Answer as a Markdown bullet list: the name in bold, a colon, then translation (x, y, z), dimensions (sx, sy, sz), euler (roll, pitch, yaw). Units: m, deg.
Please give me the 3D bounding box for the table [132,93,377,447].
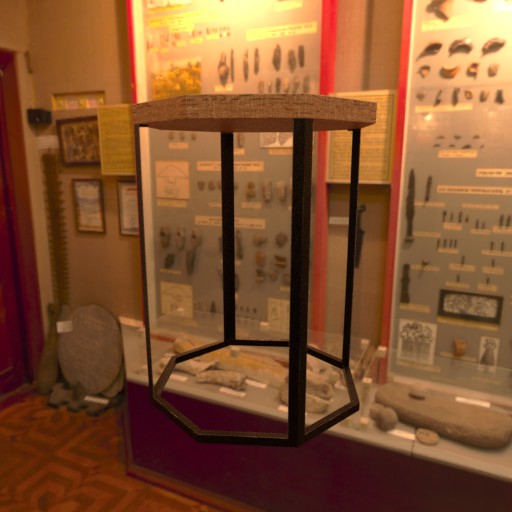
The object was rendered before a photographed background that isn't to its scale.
- **table**: translation (0.000, 0.000, 0.871), dimensions (0.437, 0.553, 0.437), euler (6, 14, 26)
